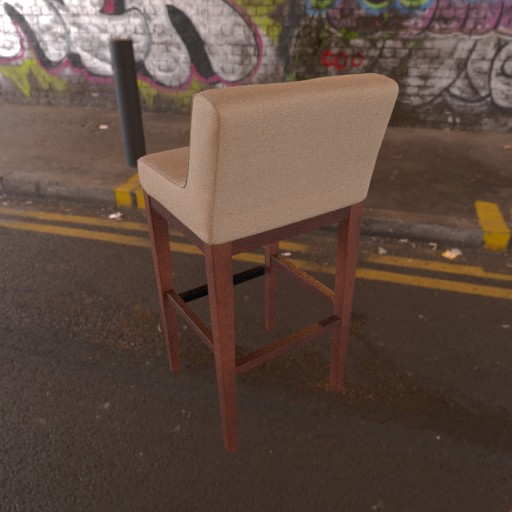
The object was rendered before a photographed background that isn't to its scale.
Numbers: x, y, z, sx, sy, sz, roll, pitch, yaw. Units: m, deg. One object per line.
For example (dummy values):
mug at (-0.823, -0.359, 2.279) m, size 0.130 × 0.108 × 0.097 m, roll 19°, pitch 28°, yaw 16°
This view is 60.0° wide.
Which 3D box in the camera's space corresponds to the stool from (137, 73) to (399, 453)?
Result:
stool at (0.000, 0.000, 1.336) m, size 0.511 × 1.037 × 0.500 m, roll -18°, pitch 34°, yaw -29°
